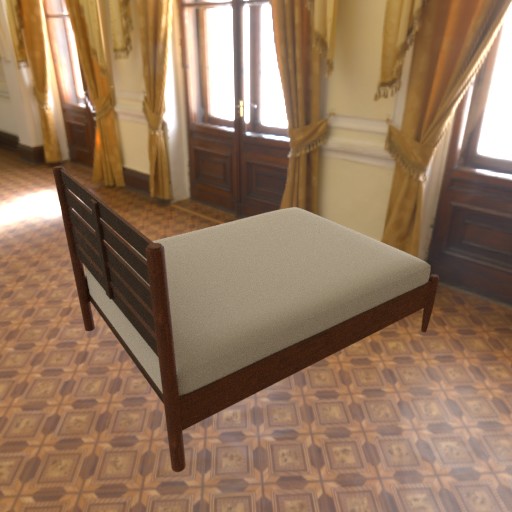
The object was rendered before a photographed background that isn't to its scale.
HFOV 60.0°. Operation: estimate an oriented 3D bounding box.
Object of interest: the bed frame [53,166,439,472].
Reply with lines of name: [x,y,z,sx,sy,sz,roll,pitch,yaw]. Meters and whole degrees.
bed frame: [0.000,0.000,3.270,2.234,1.321,1.655,-17,31,-31]
